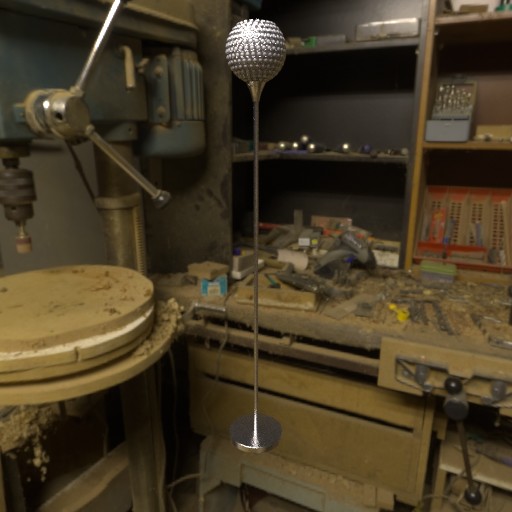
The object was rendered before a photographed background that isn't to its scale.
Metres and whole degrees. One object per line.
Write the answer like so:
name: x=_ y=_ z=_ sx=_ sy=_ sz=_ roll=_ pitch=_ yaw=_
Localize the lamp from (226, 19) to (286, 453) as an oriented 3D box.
lamp: x=0.000 y=0.000 z=1.901 sx=0.254 sy=1.805 sz=0.254 roll=0 pitch=16 yaw=0
